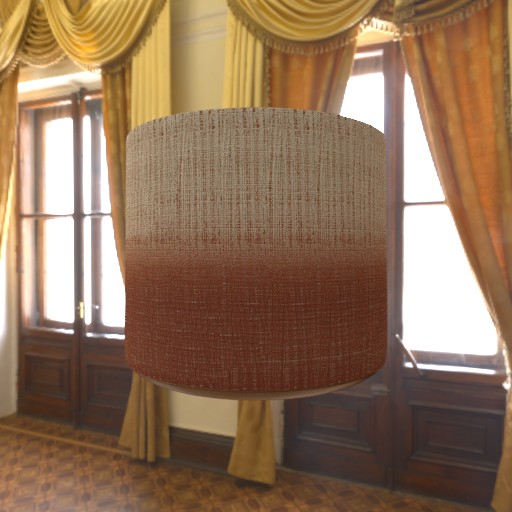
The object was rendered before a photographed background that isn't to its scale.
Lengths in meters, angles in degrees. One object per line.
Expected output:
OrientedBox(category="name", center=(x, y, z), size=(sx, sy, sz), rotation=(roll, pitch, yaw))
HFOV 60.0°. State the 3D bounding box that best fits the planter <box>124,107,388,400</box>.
OrientedBox(category="planter", center=(0.000, 0.000, 0.445), size=(0.254, 0.221, 0.254), rotation=(0, 1, 0))
